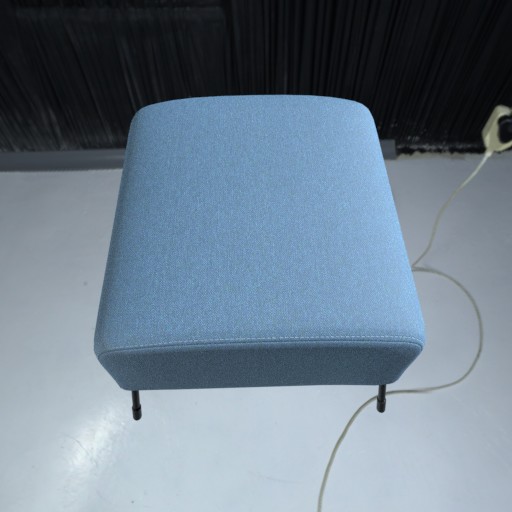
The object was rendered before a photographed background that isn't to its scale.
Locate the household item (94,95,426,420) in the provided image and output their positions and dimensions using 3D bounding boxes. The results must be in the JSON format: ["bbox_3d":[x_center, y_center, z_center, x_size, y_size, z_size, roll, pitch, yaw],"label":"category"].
[{"bbox_3d":[0.000,0.000,0.888,0.530,0.420,0.530,-1,58,-1],"label":"household item"}]
